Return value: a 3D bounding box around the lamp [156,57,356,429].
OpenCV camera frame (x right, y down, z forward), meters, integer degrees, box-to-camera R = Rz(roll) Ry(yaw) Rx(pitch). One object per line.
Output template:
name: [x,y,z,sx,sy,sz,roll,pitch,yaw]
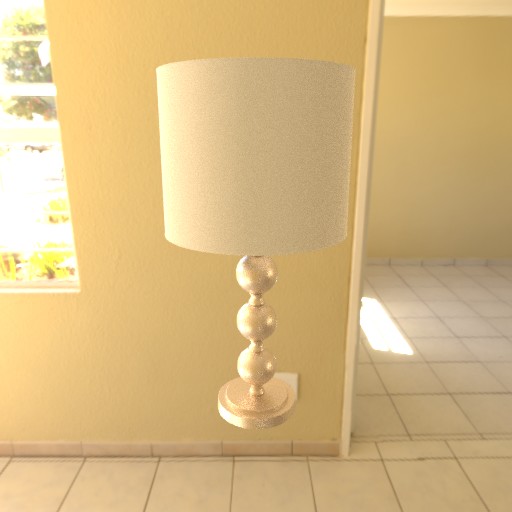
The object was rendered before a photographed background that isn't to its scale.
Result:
lamp: [0.000,0.000,0.698,0.277,0.538,0.277,-3,16,-9]
